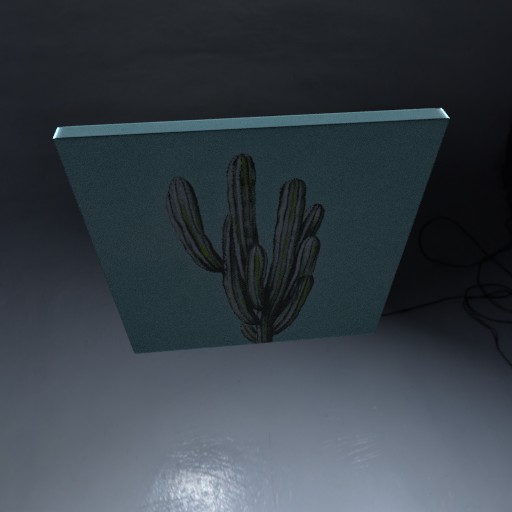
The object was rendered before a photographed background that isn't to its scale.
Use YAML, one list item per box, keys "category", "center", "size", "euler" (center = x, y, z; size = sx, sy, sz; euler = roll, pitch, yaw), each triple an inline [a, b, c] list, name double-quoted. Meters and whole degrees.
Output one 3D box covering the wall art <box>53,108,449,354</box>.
- category: "wall art"
  center: [0.000, 0.000, 1.601]
  size: [1.071, 1.073, 0.070]
  euler: [-4, 47, -4]
